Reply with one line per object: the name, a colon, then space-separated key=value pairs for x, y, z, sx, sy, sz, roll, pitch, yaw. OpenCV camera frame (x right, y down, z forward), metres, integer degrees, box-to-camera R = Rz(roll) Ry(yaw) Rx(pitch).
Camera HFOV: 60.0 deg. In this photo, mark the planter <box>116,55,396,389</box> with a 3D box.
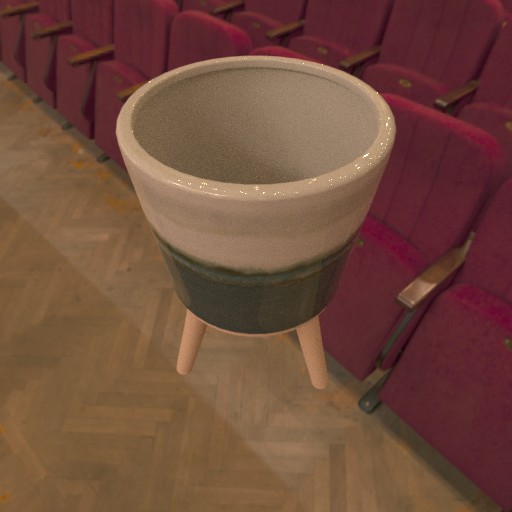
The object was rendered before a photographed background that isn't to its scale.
planter: x=0.000 y=0.000 z=0.467 sx=0.217 sy=0.331 sz=0.217 roll=-32 pitch=54 yaw=-27
